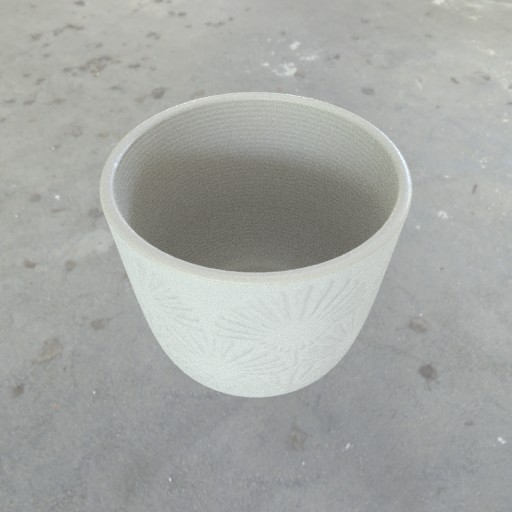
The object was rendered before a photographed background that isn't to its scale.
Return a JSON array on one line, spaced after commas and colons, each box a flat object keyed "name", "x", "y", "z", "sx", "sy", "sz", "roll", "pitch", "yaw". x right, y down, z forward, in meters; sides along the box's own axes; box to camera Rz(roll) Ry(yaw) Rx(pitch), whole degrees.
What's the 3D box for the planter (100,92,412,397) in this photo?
[{"name": "planter", "x": 0.000, "y": 0.000, "z": 0.219, "sx": 0.124, "sy": 0.109, "sz": 0.124, "roll": 0, "pitch": 47, "yaw": 0}]
